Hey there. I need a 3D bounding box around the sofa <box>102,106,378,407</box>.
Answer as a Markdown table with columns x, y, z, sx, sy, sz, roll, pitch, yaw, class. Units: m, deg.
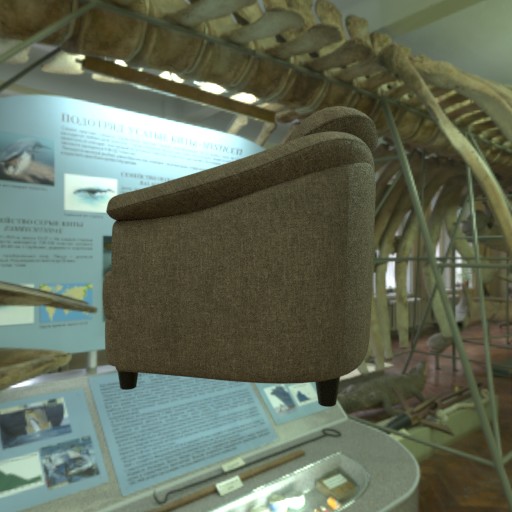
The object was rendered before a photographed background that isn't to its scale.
| x | y | z | sx | sy | sz | roll | pitch | yaw | class |
| --- | --- | --- | --- | --- | --- | --- | --- | --- | --- |
| 0.000 | 0.000 | 1.504 | 0.794 | 0.811 | 0.870 | 0 | 0 | 19 | sofa |
